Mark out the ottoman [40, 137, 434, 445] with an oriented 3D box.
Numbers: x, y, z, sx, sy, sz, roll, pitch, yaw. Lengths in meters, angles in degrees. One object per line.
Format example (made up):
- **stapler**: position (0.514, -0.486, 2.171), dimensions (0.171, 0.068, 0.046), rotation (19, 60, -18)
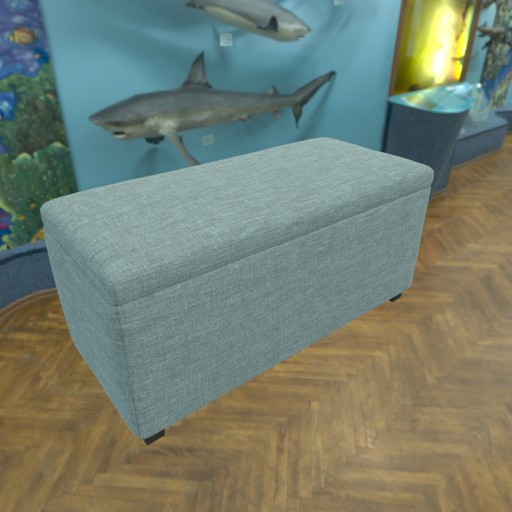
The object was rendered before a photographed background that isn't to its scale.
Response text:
- **ottoman**: position (0.000, 0.000, 1.140), dimensions (0.902, 0.432, 0.419), rotation (-21, 36, -33)
